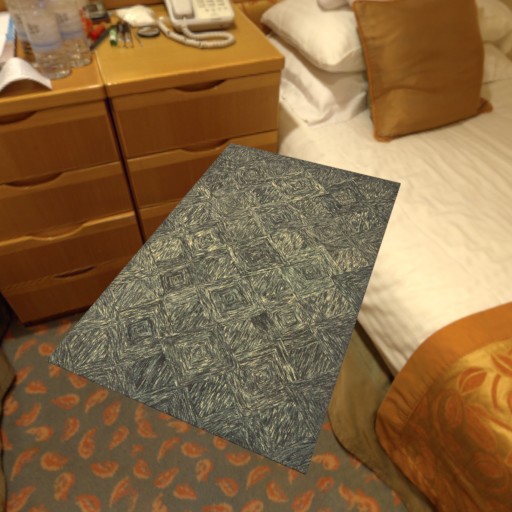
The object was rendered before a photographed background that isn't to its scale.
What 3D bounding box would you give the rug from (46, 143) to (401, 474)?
[{"bbox_3d":[0.000,0.000,2.932,1.478,0.017,2.330,17,49,16],"label":"rug"}]
